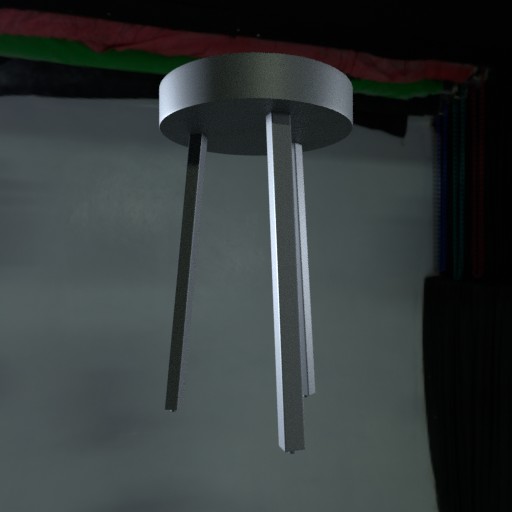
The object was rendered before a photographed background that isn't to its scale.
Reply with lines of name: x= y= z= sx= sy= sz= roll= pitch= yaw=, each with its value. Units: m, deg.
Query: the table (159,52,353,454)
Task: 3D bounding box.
table: x=0.000 y=0.000 z=0.950 sx=0.406 sy=0.686 sz=0.406 roll=0 pitch=-1 yaw=-18
